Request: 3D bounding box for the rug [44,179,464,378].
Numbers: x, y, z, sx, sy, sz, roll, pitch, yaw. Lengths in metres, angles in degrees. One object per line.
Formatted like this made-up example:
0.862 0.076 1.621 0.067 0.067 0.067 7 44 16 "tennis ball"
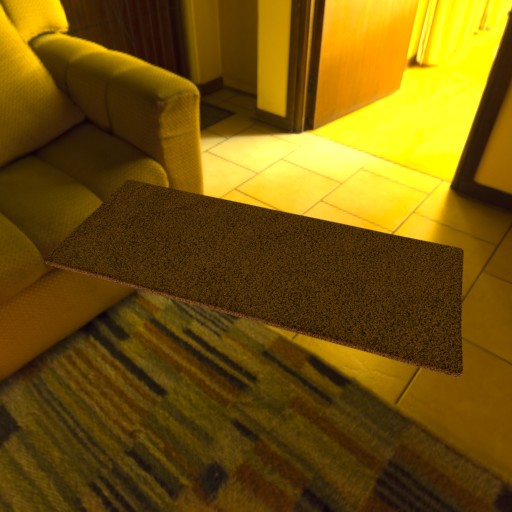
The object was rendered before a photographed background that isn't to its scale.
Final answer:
0.000 0.000 1.727 1.524 0.030 0.609 13 44 14 "rug"
